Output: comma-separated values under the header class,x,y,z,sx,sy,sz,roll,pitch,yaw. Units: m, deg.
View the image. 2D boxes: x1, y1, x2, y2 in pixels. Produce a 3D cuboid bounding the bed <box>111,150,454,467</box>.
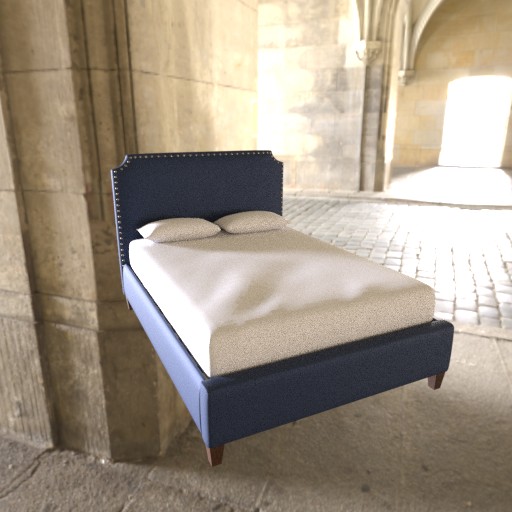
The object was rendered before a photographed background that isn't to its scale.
class,x,y,z,sx,sy,sz,roll,pitch,yaw
bed,0.000,0.000,3.412,1.712,1.443,2.372,-8,19,-25
